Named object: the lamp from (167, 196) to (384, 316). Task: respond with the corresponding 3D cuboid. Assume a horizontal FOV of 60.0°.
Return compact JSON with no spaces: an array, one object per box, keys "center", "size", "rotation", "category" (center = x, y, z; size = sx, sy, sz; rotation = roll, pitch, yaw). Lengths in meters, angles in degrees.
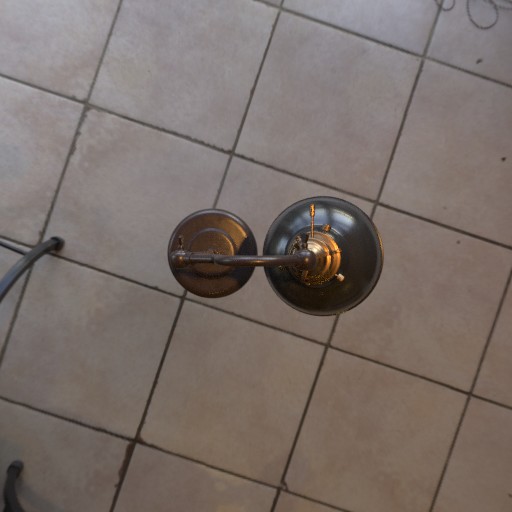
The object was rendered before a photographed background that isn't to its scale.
[{"center":[0.000,0.000,0.693],"size":[0.374,0.508,0.192],"rotation":[0,91,0],"category":"lamp"}]
